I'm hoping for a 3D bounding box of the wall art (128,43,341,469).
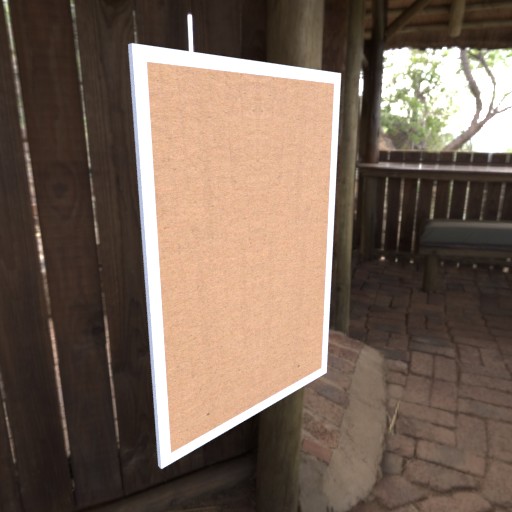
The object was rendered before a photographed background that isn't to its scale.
[{"bbox_3d":[0.000,0.000,1.191,0.660,0.965,0.015,-14,21,-42],"label":"wall art"}]
